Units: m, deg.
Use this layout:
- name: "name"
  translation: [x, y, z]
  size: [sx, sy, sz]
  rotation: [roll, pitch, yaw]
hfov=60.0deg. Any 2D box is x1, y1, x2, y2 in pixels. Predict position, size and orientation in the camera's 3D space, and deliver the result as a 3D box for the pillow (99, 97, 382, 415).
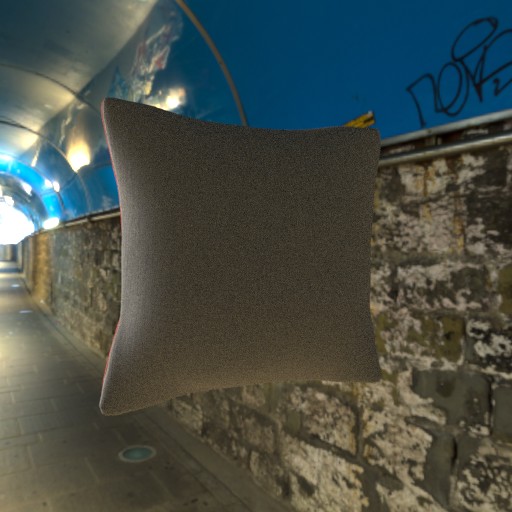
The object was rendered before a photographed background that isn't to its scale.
- name: "pillow"
  translation: [0.000, 0.000, 0.653]
  size: [0.437, 0.419, 0.136]
  rotation: [0, 1, -20]
